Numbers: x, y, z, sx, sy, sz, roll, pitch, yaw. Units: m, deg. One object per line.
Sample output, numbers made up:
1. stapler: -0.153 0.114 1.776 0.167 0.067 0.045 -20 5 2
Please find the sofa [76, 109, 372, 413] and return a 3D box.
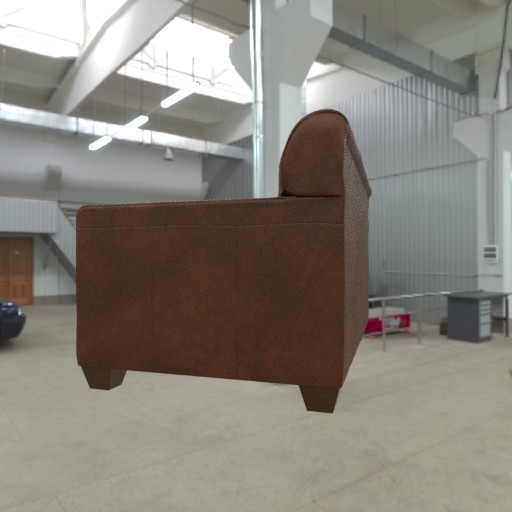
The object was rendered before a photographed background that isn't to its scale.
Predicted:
1. sofa: 0.000 0.000 2.087 1.000 0.956 1.413 0 0 17
